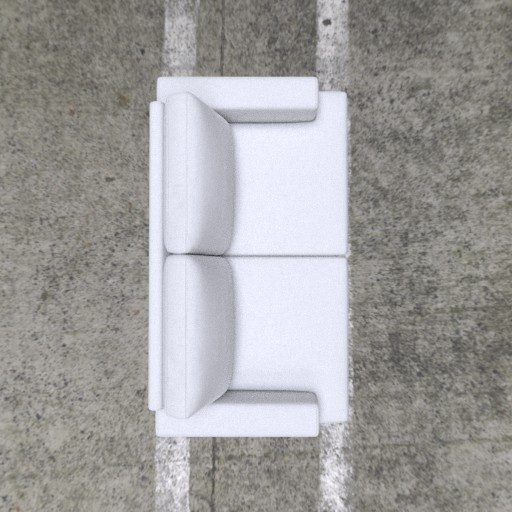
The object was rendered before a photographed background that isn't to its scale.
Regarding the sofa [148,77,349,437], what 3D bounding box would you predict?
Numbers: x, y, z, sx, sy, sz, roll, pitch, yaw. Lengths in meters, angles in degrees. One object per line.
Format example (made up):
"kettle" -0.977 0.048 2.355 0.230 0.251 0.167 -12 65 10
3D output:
"sofa" 0.000 0.000 2.172 0.920 0.810 1.650 0 89 0
